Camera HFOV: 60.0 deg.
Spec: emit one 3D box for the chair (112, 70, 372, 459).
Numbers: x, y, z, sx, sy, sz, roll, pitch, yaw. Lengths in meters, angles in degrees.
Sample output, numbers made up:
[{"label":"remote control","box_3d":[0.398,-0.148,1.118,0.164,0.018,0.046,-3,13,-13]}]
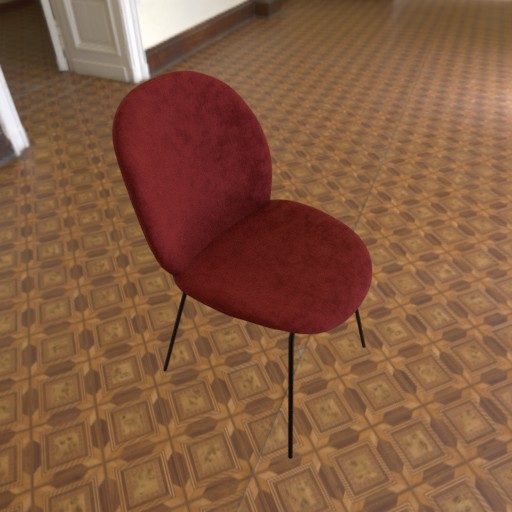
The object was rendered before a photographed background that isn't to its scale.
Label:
[{"label":"chair","box_3d":[0.000,0.000,1.143,0.587,0.791,0.458,25,47,26]}]
